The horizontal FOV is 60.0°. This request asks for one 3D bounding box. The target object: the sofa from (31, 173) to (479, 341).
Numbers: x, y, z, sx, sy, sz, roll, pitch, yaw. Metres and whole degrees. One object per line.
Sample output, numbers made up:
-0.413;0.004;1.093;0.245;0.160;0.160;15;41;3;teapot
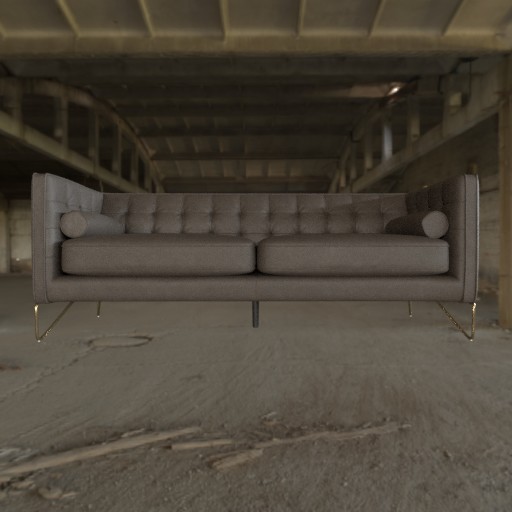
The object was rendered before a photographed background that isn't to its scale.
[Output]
0.000;0.000;2.450;2.087;0.789;0.867;0;1;-1;sofa
